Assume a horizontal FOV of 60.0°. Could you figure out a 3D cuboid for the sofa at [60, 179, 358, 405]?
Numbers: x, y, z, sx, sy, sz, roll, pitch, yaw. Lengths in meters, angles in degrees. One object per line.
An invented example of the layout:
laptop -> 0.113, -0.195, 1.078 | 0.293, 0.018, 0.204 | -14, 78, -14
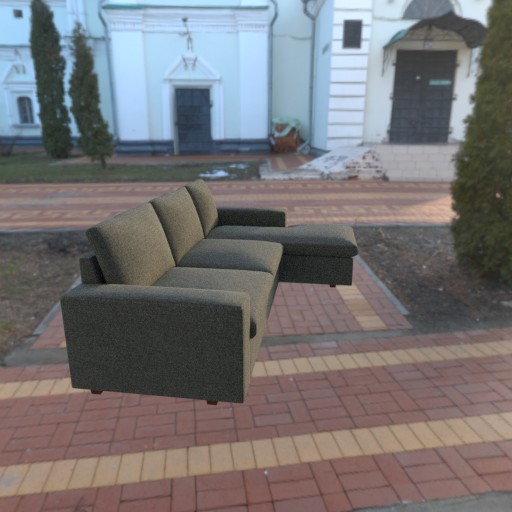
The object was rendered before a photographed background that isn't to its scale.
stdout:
sofa -> 0.000, 0.000, 3.531 | 1.689, 0.940, 2.718 | 2, 17, 8
